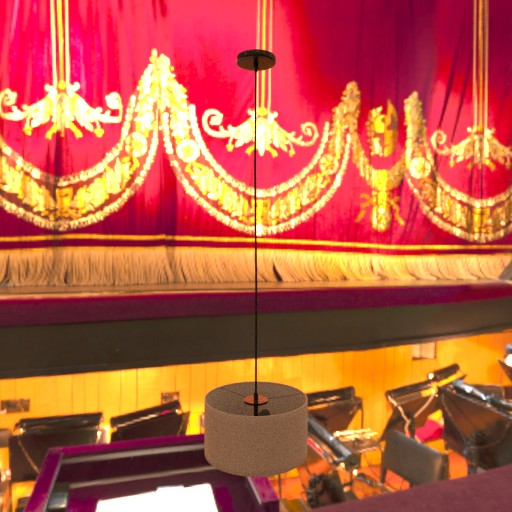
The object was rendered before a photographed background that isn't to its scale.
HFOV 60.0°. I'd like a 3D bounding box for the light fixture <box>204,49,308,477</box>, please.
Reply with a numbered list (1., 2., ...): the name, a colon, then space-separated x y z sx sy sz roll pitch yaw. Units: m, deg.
1. light fixture: 0.000 0.000 1.710 0.399 1.516 0.399 0 1 0
